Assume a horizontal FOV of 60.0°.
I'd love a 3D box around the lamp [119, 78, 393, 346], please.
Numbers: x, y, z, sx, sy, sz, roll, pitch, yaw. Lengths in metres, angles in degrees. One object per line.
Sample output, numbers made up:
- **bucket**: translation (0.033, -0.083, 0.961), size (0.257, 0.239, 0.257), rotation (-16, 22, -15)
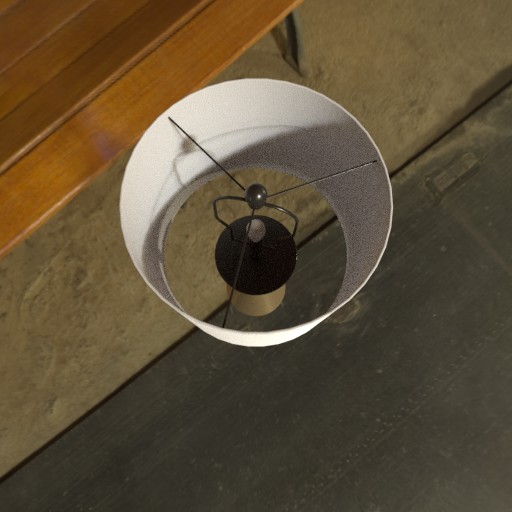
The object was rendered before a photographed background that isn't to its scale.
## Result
- **lamp**: translation (0.000, 0.000, 0.752), size (0.304, 0.573, 0.304), rotation (13, 76, 3)
